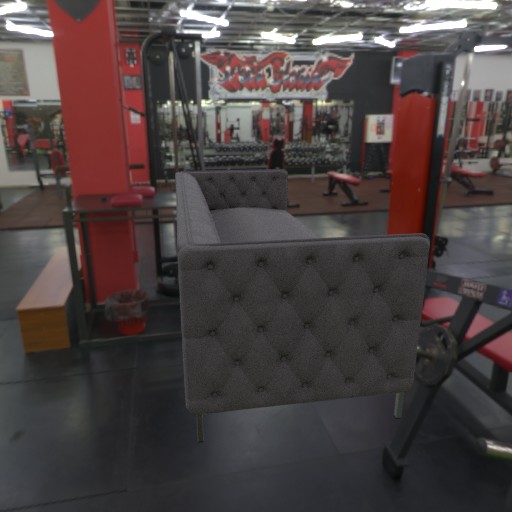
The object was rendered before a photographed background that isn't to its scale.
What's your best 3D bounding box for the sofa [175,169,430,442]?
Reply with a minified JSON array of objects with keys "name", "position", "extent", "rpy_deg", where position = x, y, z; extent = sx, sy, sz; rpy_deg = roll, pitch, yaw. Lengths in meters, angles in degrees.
[{"name":"sofa","position":[0.000,0.000,2.595],"extent":[0.895,0.771,2.209],"rpy_deg":[-3,18,-9]}]
